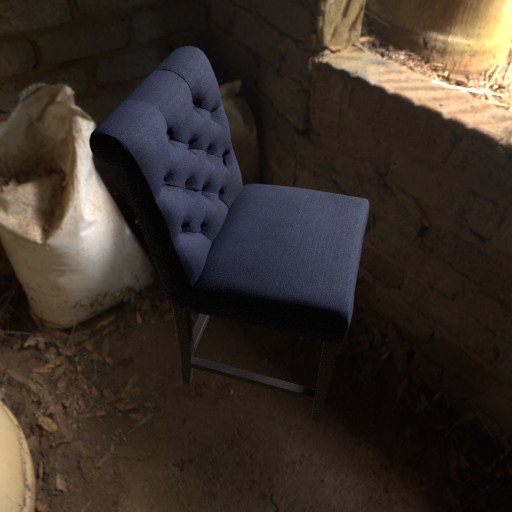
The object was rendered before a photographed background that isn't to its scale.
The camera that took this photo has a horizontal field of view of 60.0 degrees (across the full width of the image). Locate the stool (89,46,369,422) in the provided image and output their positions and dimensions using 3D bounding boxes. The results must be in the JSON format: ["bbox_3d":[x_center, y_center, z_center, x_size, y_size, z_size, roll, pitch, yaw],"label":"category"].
[{"bbox_3d":[0.000,0.000,1.327,0.601,1.010,0.493,12,48,11],"label":"stool"}]
